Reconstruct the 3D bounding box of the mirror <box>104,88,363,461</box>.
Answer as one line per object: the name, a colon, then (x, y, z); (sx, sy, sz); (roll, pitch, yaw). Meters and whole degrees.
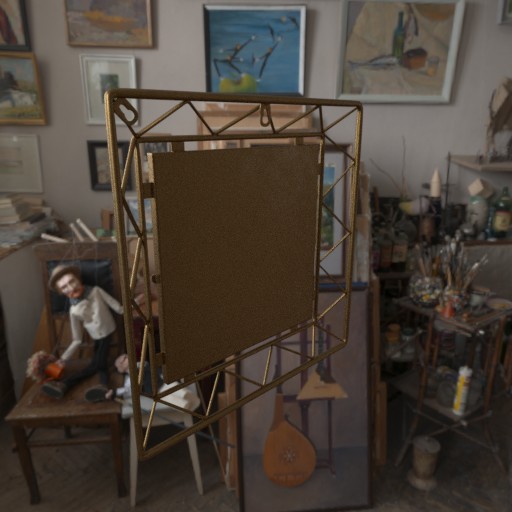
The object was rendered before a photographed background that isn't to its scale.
mirror: (0.000, 0.000, 0.609); (0.416, 0.414, 0.046); (-16, 23, -42)
